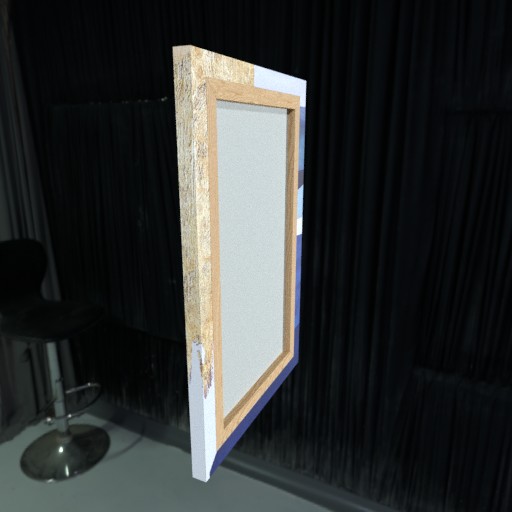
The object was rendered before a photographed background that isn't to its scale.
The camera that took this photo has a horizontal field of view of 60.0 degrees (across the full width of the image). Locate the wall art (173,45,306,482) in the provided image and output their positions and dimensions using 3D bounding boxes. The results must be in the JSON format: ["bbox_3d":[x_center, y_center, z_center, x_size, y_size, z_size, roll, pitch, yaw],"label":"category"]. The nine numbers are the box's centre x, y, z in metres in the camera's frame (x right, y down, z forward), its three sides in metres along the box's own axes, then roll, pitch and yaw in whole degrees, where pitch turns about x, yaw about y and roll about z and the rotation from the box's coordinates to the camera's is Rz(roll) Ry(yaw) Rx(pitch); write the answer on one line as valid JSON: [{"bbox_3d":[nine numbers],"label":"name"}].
[{"bbox_3d":[0.000,0.000,1.158,0.039,0.911,0.607,7,17,24],"label":"wall art"}]
